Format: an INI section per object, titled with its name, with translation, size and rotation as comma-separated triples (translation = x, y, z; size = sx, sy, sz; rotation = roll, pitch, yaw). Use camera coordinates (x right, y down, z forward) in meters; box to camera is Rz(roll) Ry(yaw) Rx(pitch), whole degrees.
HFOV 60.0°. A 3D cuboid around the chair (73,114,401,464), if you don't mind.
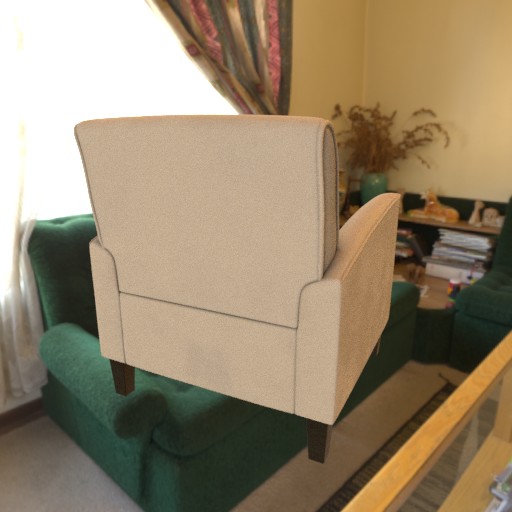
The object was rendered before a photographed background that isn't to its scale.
[chair]
translation = 0.000, 0.000, 1.531
size = 0.820, 0.915, 0.821
rotation = 8, 18, 26
